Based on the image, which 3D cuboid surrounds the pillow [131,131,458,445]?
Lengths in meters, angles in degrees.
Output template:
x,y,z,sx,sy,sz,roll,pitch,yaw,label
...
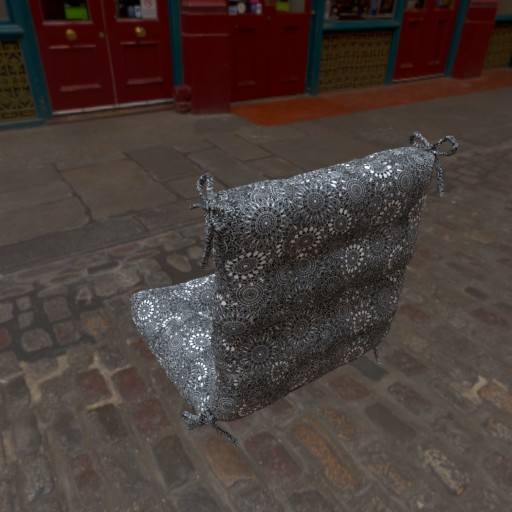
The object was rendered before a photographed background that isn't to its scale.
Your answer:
x,y,z,sx,sy,sz,roll,pitch,yaw,label
0.000,0.000,1.004,0.519,0.605,0.571,-19,36,-28,pillow
